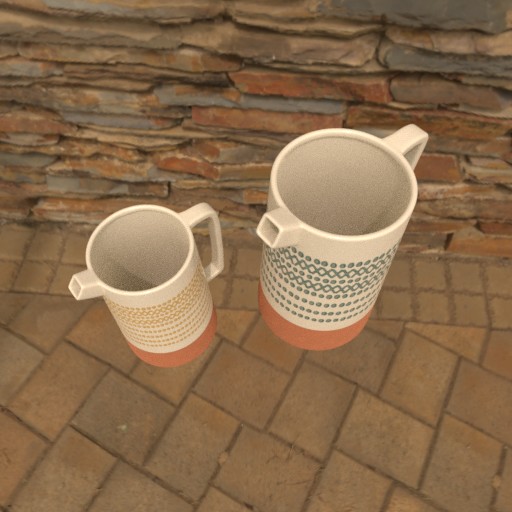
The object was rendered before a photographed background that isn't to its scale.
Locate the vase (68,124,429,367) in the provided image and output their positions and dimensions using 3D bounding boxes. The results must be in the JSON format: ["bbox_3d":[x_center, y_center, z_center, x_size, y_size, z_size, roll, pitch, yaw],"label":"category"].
[{"bbox_3d":[0.000,0.000,0.468,0.326,0.247,0.168,0,59,0],"label":"vase"}]
